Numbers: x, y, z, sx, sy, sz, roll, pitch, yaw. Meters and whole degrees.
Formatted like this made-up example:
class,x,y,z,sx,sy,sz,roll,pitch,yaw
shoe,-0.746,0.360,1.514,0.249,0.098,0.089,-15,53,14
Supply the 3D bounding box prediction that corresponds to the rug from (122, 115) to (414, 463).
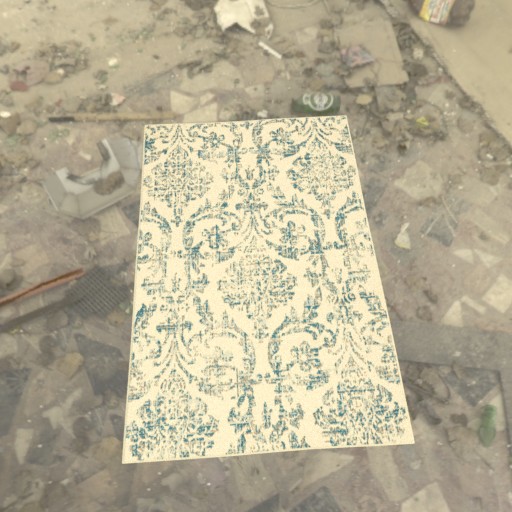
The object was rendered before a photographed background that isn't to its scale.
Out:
class,x,y,z,sx,sy,sz,roll,pitch,yaw
rug,0.000,0.000,2.243,1.213,0.012,1.831,-3,63,-2
